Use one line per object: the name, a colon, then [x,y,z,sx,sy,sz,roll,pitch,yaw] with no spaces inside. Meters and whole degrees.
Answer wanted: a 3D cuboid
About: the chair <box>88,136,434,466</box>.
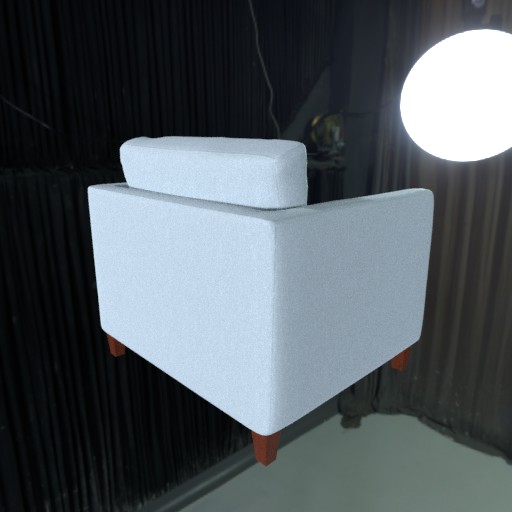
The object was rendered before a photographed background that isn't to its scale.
chair: [0.000,0.000,1.844,0.953,0.961,1.107,-14,21,-42]
